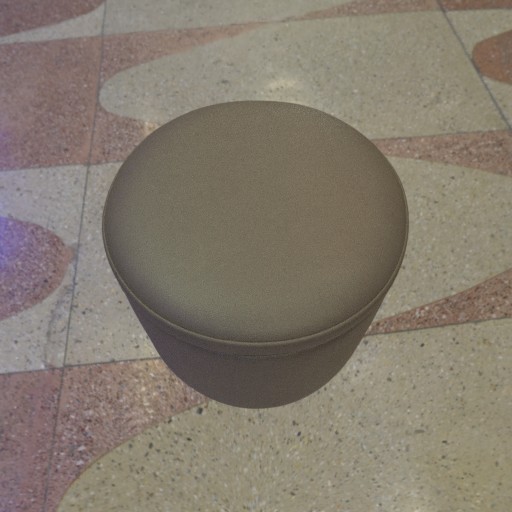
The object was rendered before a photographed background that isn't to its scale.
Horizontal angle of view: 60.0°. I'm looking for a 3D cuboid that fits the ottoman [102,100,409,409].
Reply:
[{"bbox_3d":[0.000,0.000,0.866,0.500,0.409,0.500,0,58,0],"label":"ottoman"}]
